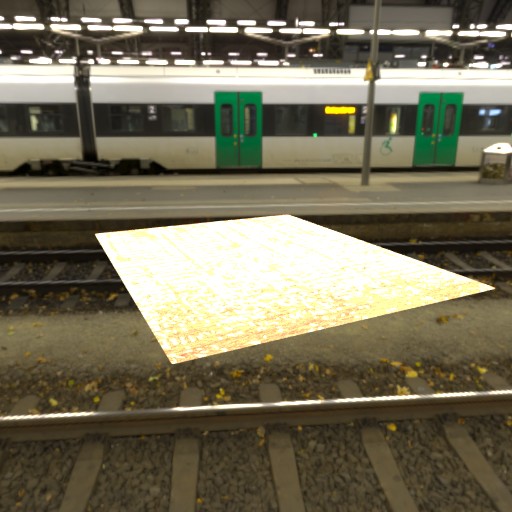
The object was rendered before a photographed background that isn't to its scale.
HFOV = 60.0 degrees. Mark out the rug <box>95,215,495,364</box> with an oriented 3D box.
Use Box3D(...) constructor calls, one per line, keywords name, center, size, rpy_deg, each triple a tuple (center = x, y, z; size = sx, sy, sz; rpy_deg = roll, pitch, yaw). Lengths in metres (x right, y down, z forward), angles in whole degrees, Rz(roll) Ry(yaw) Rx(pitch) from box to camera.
Box3D(name="rug", center=(0.000, 0.000, 4.065), size=(2.441, 0.011, 3.050), rpy_deg=(-8, 18, -25))
